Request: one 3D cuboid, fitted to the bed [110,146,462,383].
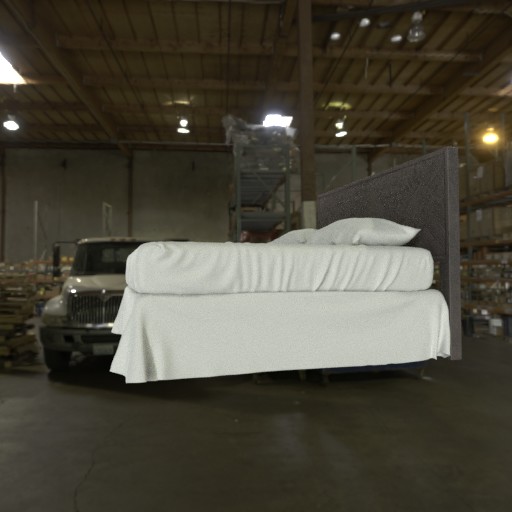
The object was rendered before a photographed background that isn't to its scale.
[{"bbox_3d":[0.000,0.000,2.883,1.785,1.142,1.772,1,-2,-18],"label":"bed"}]
